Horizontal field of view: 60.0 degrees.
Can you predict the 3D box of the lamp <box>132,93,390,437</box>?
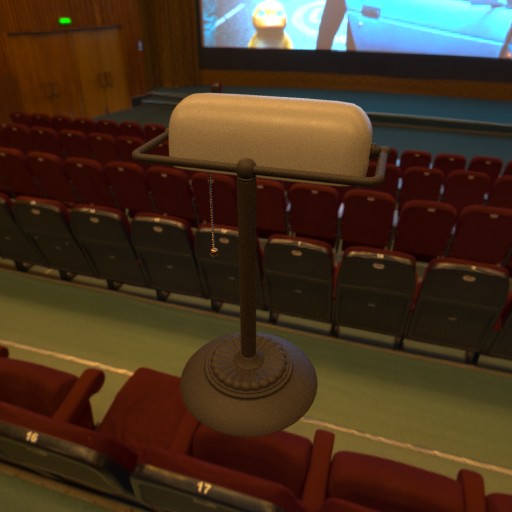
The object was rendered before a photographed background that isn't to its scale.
[{"bbox_3d":[0.000,0.000,0.520,0.264,0.339,0.243,9,33,14],"label":"lamp"}]
